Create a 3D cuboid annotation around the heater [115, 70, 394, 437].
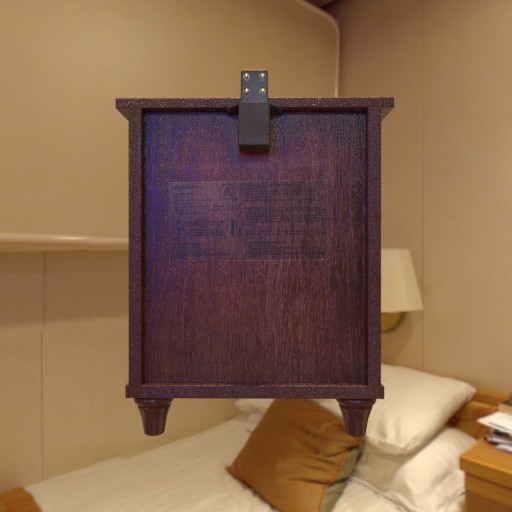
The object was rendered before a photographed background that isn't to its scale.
[{"bbox_3d":[0.000,0.000,0.753,0.362,0.481,0.400,0,0,1],"label":"heater"}]
